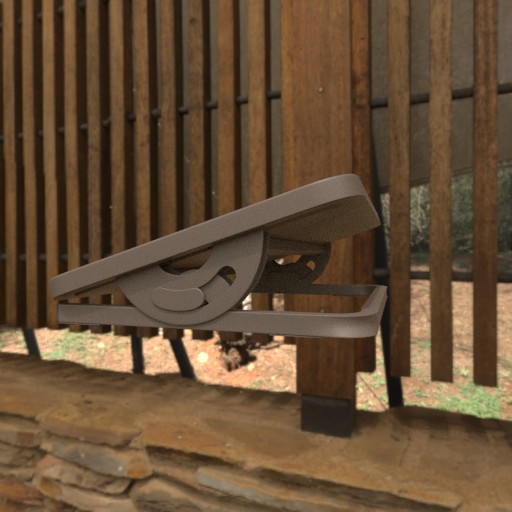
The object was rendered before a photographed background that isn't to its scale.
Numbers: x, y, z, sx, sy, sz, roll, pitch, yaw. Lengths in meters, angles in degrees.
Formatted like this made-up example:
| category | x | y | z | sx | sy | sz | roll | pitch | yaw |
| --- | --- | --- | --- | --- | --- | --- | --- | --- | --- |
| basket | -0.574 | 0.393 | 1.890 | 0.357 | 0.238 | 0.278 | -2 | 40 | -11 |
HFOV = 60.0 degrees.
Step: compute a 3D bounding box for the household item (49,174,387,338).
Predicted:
| category | x | y | z | sx | sy | sz | roll | pitch | yaw |
| --- | --- | --- | --- | --- | --- | --- | --- | --- | --- |
| household item | 0.000 | 0.000 | 0.542 | 0.301 | 0.126 | 0.390 | 0 | 0 | 18 |
